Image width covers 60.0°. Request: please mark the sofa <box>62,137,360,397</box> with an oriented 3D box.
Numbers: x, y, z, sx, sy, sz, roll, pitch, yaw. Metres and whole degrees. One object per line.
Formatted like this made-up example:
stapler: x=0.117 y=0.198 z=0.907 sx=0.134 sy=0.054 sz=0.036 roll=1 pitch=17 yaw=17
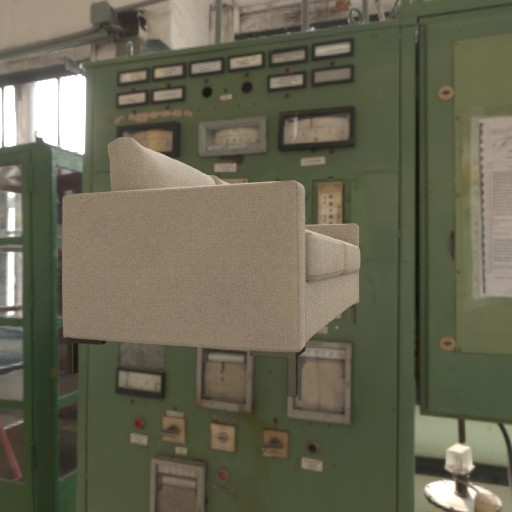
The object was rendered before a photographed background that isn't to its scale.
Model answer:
sofa: x=0.000 y=0.000 z=2.174 sx=0.875 sy=0.840 sz=1.682 roll=0 pitch=-1 yaw=19
